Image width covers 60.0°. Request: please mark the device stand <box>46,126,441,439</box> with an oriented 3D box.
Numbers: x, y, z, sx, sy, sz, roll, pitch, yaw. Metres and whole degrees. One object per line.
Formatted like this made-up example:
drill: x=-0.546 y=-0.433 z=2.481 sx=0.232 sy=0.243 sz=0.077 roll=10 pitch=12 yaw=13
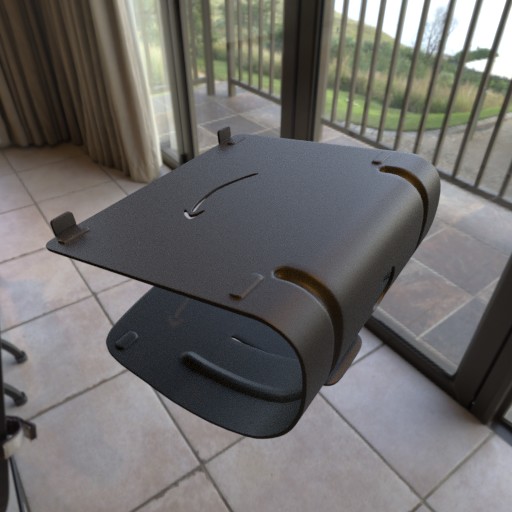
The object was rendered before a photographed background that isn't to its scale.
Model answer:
device stand: x=0.000 y=0.000 z=0.400 sx=0.236 sy=0.155 sz=0.256 roll=24 pitch=45 yaw=27
